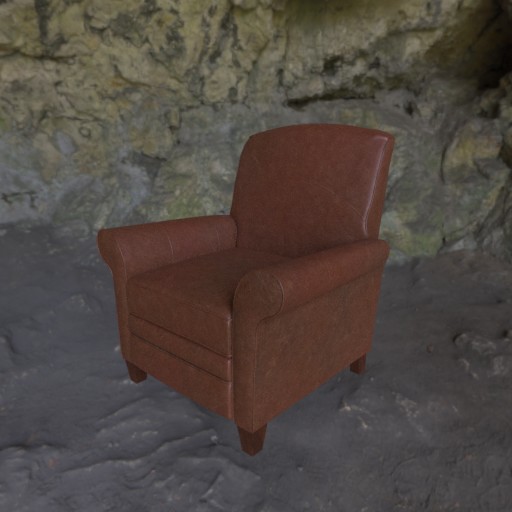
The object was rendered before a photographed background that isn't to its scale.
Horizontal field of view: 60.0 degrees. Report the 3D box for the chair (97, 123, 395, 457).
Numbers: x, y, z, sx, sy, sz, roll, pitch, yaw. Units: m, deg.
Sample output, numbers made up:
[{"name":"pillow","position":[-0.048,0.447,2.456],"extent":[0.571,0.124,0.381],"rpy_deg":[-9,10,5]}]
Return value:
[{"name":"chair","position":[0.000,0.000,1.825],"extent":[0.978,1.061,0.902],"rpy_deg":[13,20,40]}]
